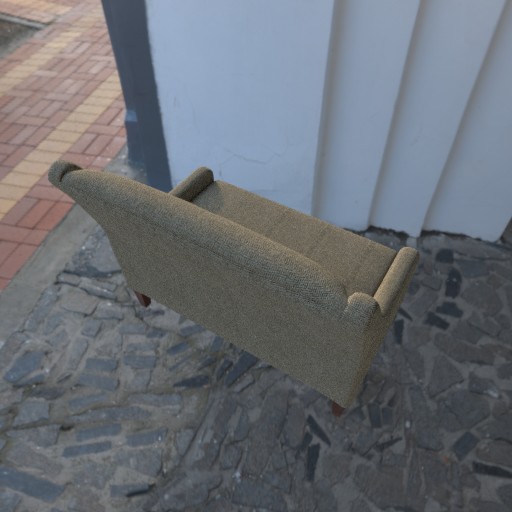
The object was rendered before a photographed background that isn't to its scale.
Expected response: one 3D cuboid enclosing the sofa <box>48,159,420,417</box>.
[{"bbox_3d":[0.000,0.000,1.940,1.242,1.021,0.870,25,52,21],"label":"sofa"}]
